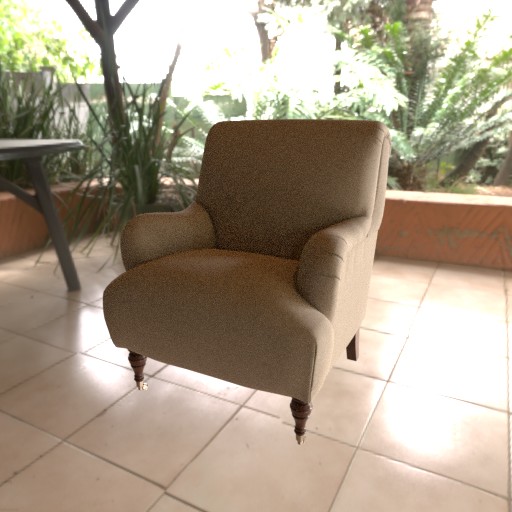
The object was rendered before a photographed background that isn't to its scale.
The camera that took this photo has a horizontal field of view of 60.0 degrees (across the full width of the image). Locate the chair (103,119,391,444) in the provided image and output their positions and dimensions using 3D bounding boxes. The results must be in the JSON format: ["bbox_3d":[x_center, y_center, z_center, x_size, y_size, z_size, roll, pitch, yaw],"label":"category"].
[{"bbox_3d":[0.000,0.000,1.587,0.766,0.942,0.842,8,19,26],"label":"chair"}]
